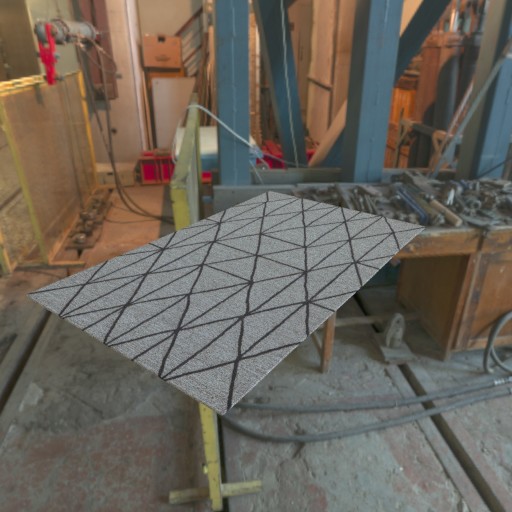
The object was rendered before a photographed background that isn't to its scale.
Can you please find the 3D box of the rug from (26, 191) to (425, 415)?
[{"bbox_3d":[0.000,0.000,3.064,1.526,0.008,2.465,18,32,33],"label":"rug"}]
